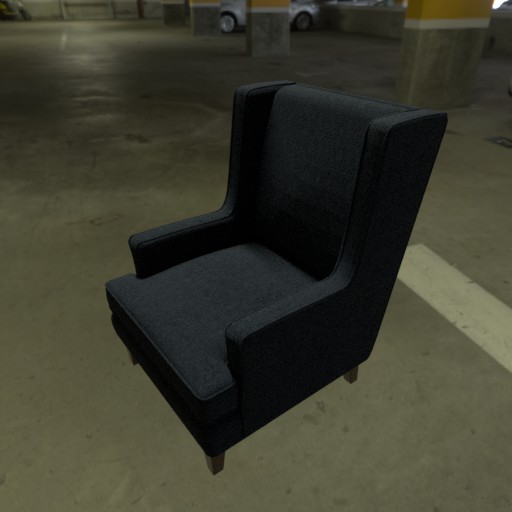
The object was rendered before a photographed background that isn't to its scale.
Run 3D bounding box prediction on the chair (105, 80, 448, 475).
[{"bbox_3d":[0.000,0.000,1.656,0.947,1.072,0.764,-21,37,-31],"label":"chair"}]
